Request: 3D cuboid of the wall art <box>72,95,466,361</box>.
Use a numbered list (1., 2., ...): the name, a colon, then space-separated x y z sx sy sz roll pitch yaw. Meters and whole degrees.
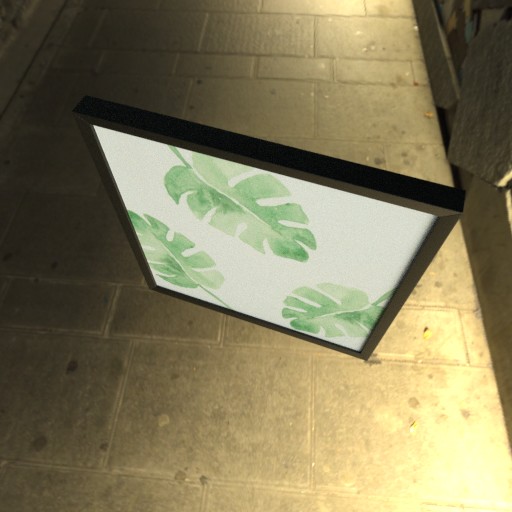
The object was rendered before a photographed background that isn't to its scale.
1. wall art: 0.000 0.000 0.767 0.508 0.508 0.036 17 59 10
